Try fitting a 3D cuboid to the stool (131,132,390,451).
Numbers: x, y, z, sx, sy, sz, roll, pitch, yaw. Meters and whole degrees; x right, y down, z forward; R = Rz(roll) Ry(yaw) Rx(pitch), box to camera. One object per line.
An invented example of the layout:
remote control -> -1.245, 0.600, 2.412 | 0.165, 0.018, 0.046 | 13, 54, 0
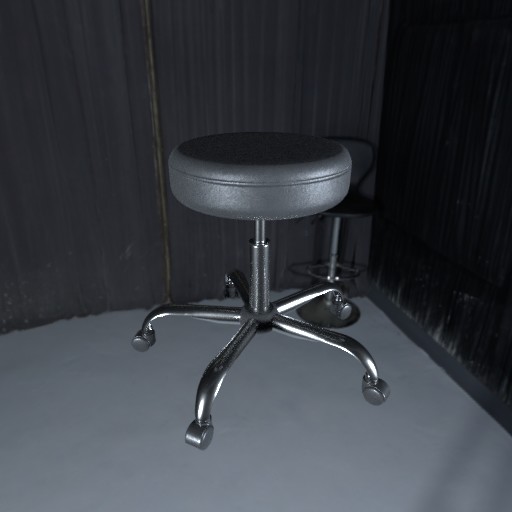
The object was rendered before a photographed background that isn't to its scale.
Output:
stool -> 0.000, 0.000, 1.137 | 0.673, 0.576, 0.638 | -7, 26, -16
